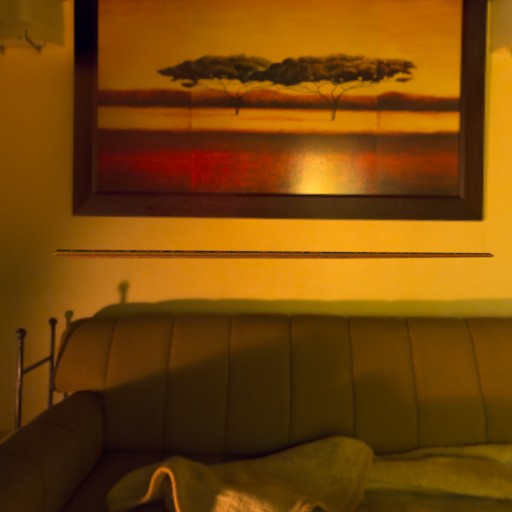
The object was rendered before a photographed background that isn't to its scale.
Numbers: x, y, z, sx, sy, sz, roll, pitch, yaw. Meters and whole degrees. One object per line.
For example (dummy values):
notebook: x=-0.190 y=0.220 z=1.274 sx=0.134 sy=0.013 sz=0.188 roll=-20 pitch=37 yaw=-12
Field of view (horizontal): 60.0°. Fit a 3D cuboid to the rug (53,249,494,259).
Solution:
rug: x=0.000 y=0.000 z=2.806 sx=2.204 sy=0.024 sz=1.588 roll=0 pitch=-1 yaw=-19
